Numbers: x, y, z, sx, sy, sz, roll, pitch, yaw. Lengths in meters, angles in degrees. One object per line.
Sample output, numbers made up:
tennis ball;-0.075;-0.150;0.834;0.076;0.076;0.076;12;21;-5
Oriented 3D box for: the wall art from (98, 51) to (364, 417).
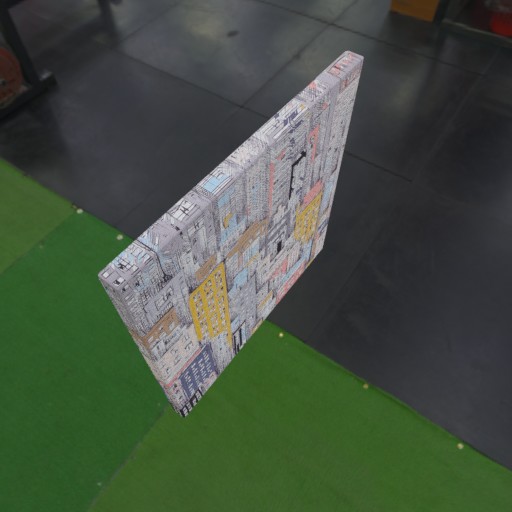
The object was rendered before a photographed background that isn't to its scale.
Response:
wall art;0.000;0.000;1.160;0.048;0.762;0.761;32;62;20
